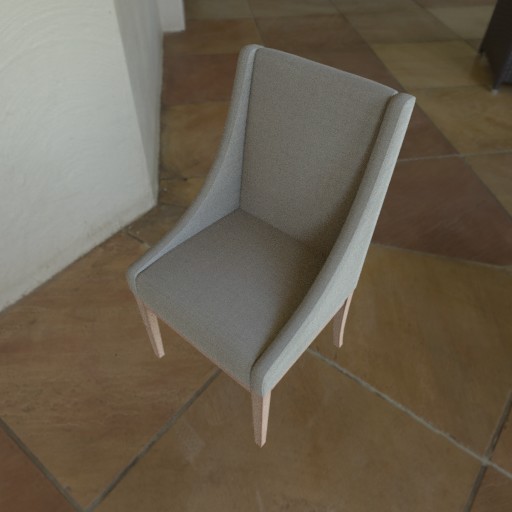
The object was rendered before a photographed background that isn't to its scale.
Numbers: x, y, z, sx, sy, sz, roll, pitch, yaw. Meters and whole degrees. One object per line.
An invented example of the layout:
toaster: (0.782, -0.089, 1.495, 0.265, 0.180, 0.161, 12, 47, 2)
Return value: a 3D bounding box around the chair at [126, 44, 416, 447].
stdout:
chair: (0.000, 0.000, 1.398, 0.575, 1.021, 0.611, 32, 53, 28)
